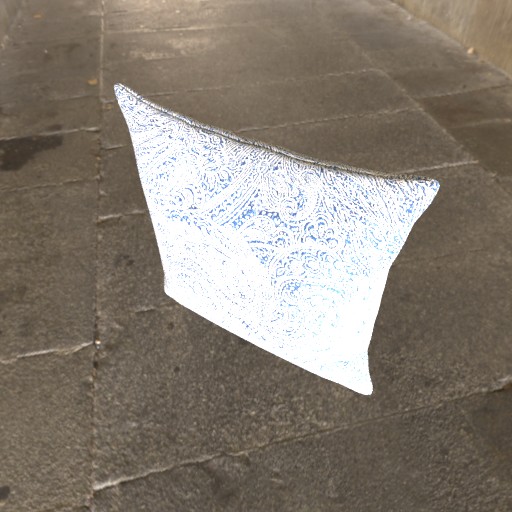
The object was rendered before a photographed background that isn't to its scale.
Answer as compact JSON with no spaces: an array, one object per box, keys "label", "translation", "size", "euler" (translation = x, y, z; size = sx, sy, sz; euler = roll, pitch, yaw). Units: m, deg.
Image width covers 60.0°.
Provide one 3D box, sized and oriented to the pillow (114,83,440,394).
[{"label":"pillow","translation":[0.000,0.000,0.788],"size":[0.523,0.510,0.166],"euler":[23,49,22]}]
